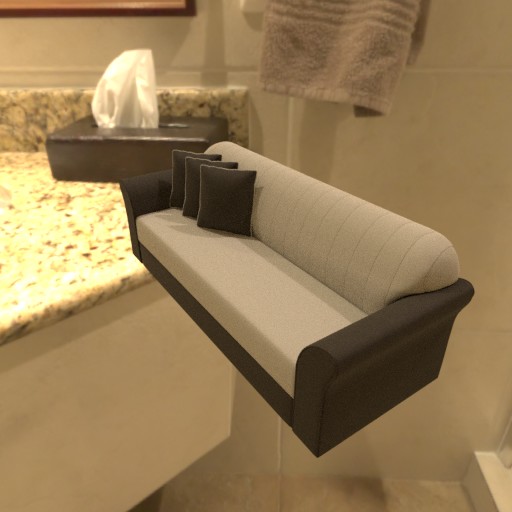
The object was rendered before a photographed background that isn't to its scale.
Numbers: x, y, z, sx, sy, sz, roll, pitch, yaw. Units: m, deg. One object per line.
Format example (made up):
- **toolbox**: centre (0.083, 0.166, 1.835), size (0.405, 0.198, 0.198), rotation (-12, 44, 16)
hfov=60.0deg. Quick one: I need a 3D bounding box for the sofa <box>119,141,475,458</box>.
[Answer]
- **sofa**: centre (0.000, 0.000, 2.393), size (0.755, 0.787, 2.001), rotation (-19, 35, -29)
